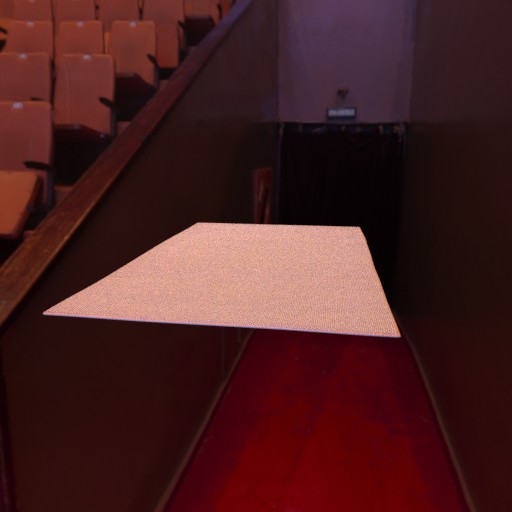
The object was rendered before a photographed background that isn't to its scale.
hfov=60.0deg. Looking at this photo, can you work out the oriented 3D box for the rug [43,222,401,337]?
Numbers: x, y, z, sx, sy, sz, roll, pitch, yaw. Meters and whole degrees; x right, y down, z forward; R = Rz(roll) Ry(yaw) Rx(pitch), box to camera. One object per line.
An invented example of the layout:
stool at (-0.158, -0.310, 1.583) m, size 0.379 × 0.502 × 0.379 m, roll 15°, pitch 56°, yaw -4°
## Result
rug at (0.000, 0.000, 2.085) m, size 1.078 × 0.013 × 1.678 m, roll 2°, pitch 14°, yaw 9°
